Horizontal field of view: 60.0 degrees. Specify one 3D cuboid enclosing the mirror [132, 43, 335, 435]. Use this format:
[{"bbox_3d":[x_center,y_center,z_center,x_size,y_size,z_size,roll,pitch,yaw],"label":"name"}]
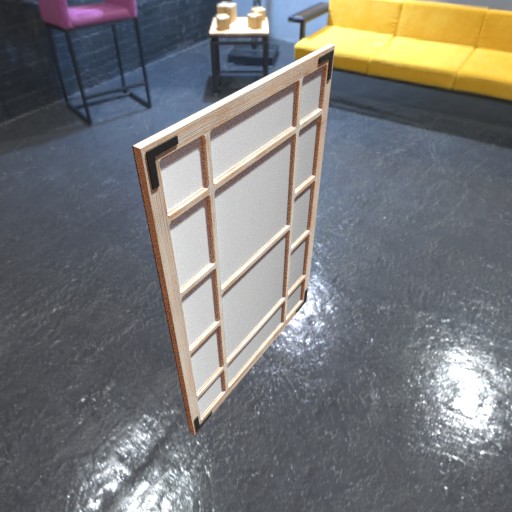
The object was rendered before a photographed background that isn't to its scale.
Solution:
[{"bbox_3d":[0.000,0.000,1.291,0.025,0.996,0.705,25,47,26],"label":"mirror"}]
